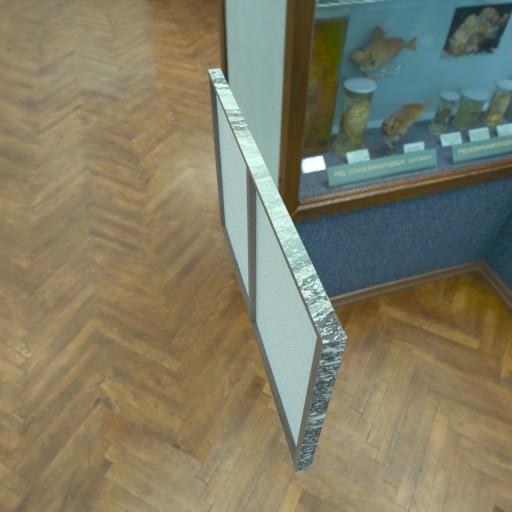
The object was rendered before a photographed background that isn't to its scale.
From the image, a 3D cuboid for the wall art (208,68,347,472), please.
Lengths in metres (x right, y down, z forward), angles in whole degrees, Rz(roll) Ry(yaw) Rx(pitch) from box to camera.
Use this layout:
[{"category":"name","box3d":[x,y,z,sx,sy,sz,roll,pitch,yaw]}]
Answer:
[{"category":"wall art","box3d":[0.000,0.000,1.175,0.038,0.598,0.919,-11,48,-10]}]
